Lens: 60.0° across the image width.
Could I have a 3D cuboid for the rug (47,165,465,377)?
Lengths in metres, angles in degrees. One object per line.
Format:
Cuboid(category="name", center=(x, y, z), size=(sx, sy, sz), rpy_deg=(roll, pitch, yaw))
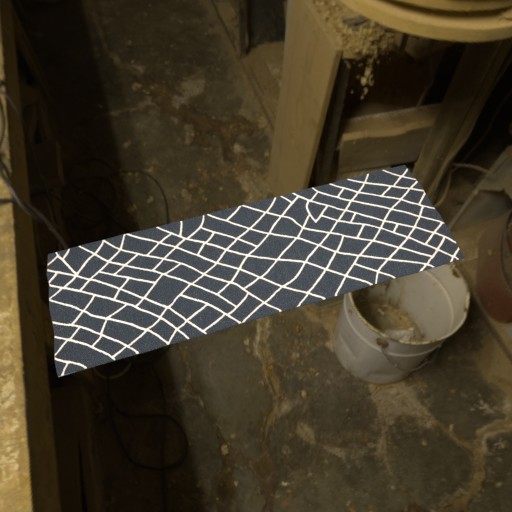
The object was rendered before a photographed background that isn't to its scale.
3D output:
Cuboid(category="rug", center=(0.000, 0.000, 2.730), size=(2.476, 0.010, 0.807), rpy_deg=(-15, 60, -9))
